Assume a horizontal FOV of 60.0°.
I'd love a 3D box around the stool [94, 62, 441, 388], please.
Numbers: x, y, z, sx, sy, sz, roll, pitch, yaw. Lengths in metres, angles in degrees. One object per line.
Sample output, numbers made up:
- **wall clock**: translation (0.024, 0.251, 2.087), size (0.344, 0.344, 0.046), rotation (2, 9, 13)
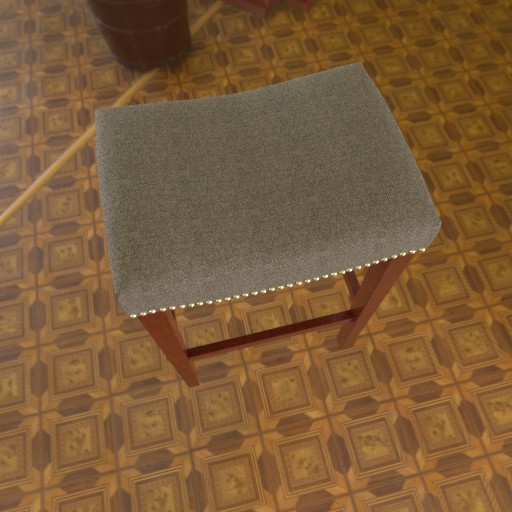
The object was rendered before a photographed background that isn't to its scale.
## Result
- **stool**: translation (0.000, 0.000, 1.023), size (0.504, 0.742, 0.372), rotation (-13, 65, -6)
